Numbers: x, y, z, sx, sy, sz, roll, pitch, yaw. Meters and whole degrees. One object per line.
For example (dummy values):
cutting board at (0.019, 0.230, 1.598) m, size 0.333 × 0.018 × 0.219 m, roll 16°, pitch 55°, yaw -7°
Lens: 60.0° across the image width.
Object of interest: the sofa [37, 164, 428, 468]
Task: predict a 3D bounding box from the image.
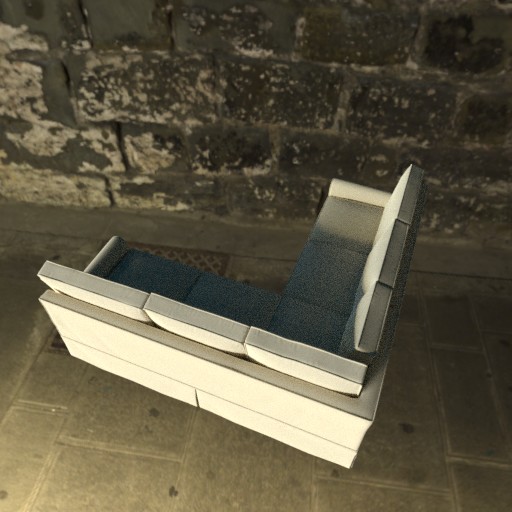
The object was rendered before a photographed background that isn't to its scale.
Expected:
sofa at (0.000, 0.000, 4.051) m, size 2.597 × 1.070 × 2.591 m, roll 16°, pitch 49°, yaw 15°
